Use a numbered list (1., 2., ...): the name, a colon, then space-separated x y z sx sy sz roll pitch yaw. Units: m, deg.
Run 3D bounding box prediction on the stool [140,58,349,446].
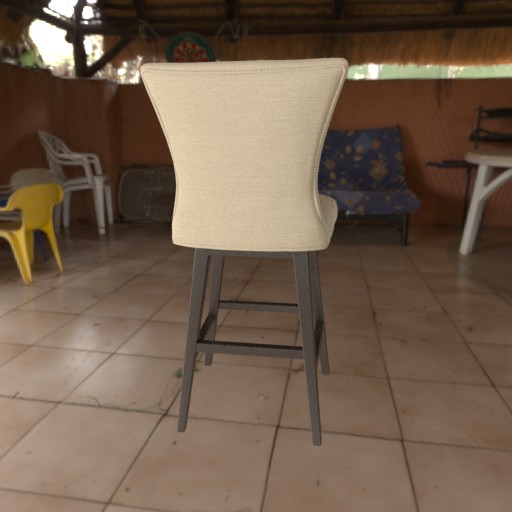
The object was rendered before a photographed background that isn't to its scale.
1. stool: 0.000 0.000 1.417 0.514 1.086 0.574 2 14 8
